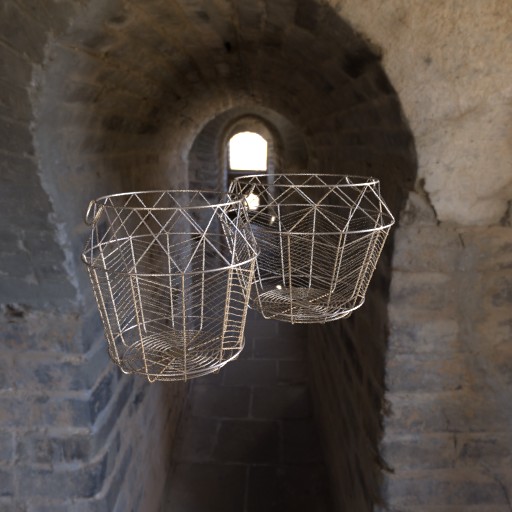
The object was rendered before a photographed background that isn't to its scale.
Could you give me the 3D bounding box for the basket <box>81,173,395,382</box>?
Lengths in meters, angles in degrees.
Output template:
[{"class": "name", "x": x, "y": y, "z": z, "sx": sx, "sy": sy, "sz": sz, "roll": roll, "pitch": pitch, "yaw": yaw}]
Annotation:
[{"class": "basket", "x": 0.000, "y": 0.000, "z": 1.049, "sx": 0.451, "sy": 0.343, "sz": 0.805, "roll": 14, "pitch": 20, "yaw": 43}]
